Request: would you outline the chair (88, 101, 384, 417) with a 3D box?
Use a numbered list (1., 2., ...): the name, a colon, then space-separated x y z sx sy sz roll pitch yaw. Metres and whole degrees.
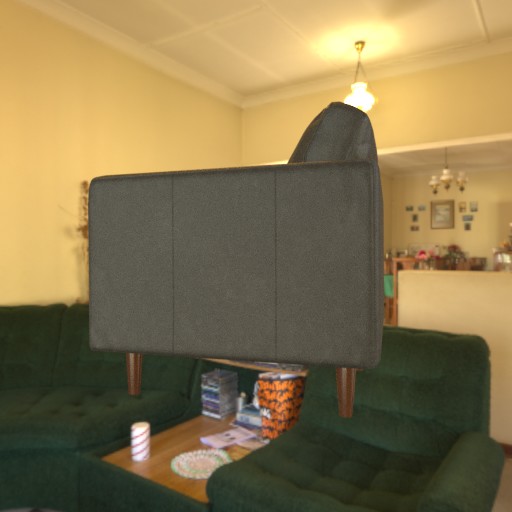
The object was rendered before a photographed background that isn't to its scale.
1. chair: 0.000 0.000 1.593 0.879 0.898 0.831 0 1 17
